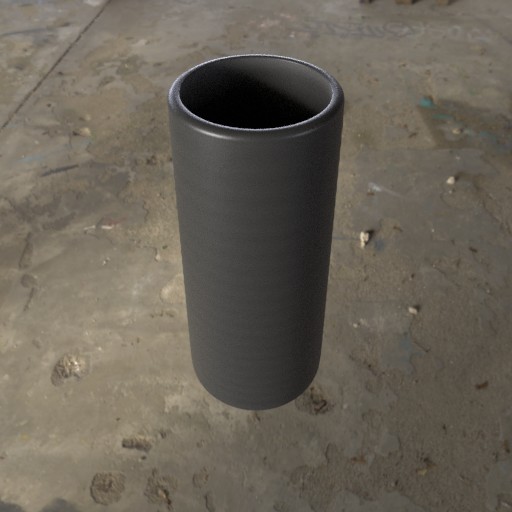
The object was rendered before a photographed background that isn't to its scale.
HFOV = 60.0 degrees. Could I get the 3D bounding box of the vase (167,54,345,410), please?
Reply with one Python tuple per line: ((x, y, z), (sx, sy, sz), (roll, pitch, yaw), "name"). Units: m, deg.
((0.000, 0.000, 0.369), (0.136, 0.289, 0.136), (17, 49, 16), "vase")
